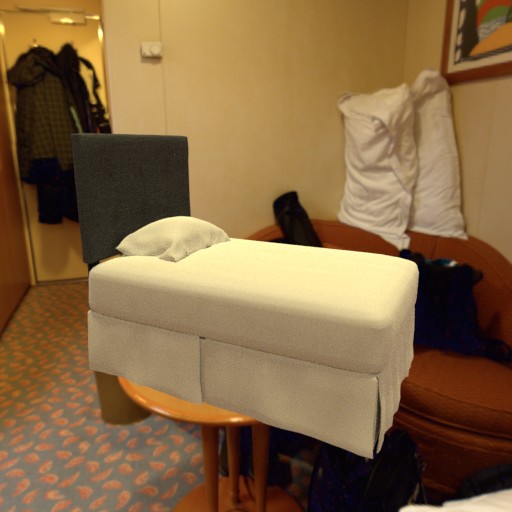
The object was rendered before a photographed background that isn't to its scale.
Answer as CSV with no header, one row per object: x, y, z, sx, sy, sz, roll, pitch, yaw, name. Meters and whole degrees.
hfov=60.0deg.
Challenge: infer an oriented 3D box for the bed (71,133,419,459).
0.000,0.000,2.939,1.997,1.571,1.261,7,16,26,bed
